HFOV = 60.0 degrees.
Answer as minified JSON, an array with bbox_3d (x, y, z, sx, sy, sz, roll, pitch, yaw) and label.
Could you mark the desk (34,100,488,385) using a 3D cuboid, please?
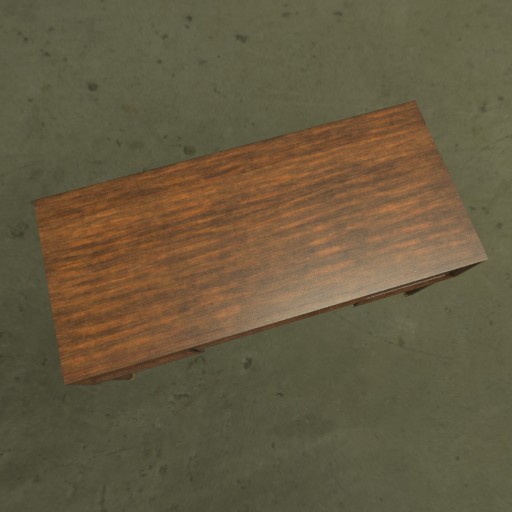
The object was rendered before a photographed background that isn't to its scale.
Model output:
[{"bbox_3d":[0.000,0.000,2.035,1.575,0.762,0.724,-16,74,-5],"label":"desk"}]
